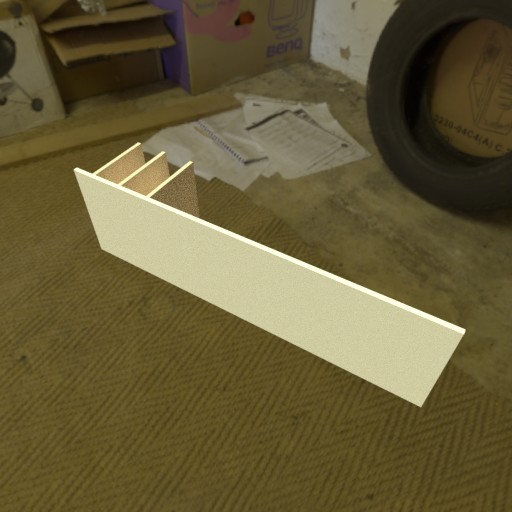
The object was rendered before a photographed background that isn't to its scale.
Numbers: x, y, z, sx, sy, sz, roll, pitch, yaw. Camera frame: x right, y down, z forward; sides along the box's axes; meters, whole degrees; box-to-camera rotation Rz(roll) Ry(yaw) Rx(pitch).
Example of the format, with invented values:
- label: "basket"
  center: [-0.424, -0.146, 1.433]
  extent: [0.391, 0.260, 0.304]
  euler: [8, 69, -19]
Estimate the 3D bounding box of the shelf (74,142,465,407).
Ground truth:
- label: "shelf"
  center: [0.000, 0.000, 1.171]
  extent: [1.020, 0.300, 0.200]
  euler: [23, 50, 21]
